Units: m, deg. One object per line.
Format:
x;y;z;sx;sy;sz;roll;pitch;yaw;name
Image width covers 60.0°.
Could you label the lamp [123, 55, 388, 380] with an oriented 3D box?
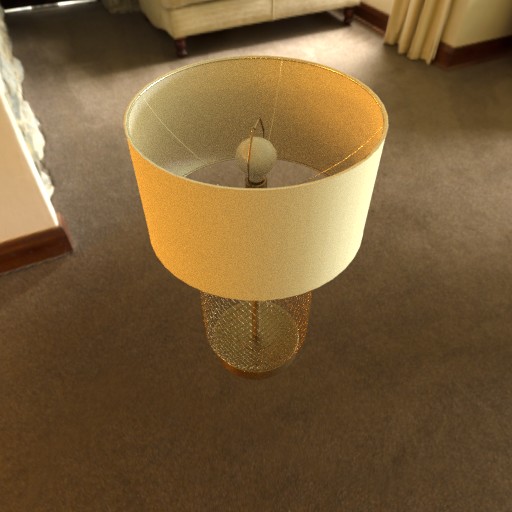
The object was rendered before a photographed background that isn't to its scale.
0.000;0.000;0.810;0.353;0.578;0.353;0;47;0;lamp
